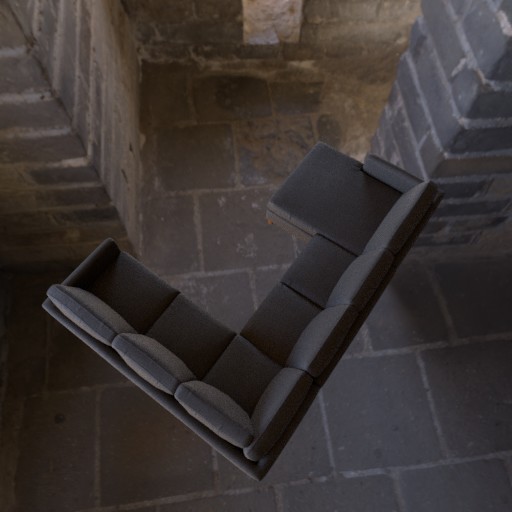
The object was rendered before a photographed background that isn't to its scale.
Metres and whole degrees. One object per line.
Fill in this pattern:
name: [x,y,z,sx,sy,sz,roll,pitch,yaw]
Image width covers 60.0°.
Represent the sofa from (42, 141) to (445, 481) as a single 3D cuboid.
sofa: [0.000,0.000,4.699,2.594,0.961,3.460,33,69,15]
